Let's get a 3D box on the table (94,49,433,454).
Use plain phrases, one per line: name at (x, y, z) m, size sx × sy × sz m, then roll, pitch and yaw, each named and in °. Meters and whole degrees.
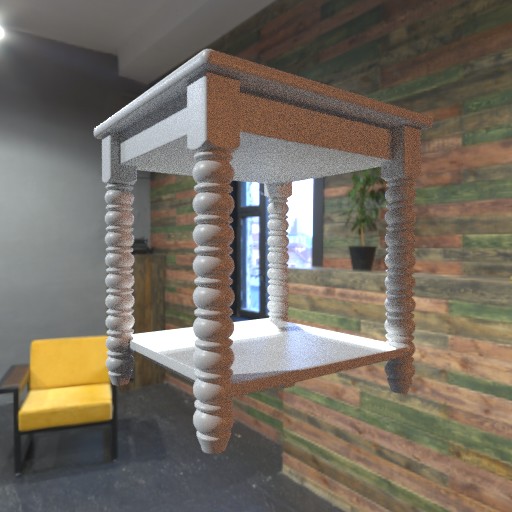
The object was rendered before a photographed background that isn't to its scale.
table at (0.000, 0.000, 0.945) m, size 0.533 × 0.563 × 0.500 m, roll -1°, pitch 1°, yaw -36°
